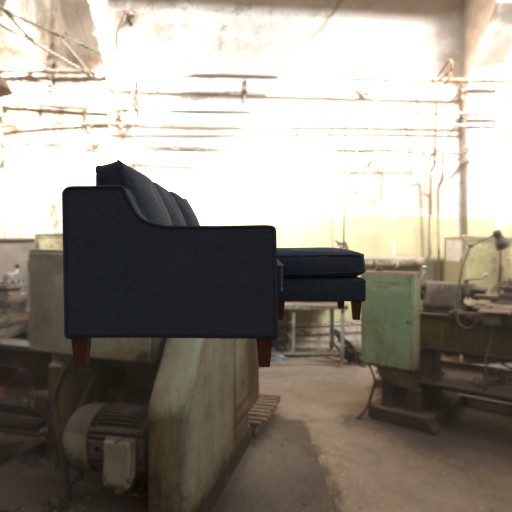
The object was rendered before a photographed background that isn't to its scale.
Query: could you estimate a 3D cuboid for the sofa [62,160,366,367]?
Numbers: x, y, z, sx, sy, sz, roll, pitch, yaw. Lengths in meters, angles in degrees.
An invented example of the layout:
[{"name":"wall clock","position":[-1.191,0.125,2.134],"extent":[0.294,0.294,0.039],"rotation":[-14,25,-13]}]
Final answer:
[{"name":"sofa","position":[0.000,0.000,3.289],"extent":[1.858,1.066,2.317],"rotation":[0,1,0]}]
